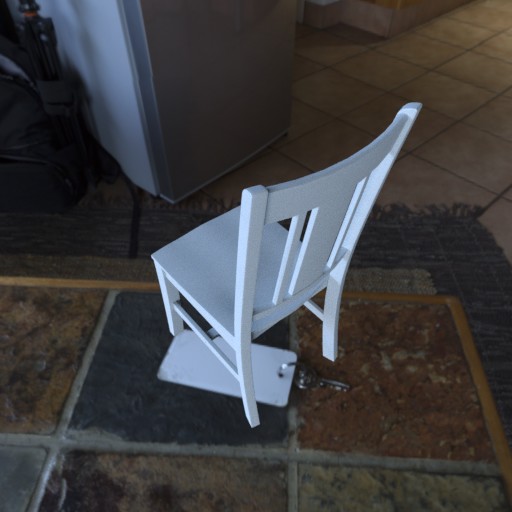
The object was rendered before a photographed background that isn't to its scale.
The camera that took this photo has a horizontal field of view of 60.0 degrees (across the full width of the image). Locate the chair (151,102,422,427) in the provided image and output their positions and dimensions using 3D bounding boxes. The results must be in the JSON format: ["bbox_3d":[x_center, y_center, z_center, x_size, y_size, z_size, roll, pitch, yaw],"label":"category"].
[{"bbox_3d":[0.000,0.000,1.287,0.450,0.998,0.555,-32,54,-26],"label":"chair"}]
